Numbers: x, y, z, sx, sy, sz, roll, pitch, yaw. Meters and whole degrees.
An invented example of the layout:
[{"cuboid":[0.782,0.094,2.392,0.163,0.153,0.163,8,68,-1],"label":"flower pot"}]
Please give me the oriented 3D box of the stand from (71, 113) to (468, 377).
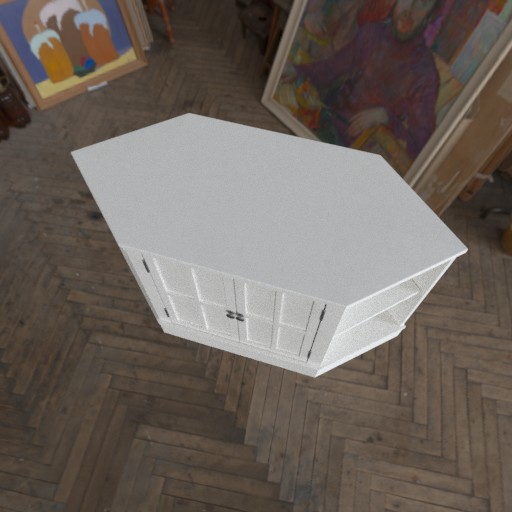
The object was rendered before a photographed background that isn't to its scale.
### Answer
[{"cuboid":[0.000,0.000,1.412,1.072,0.614,0.477,15,61,8],"label":"stand"}]
